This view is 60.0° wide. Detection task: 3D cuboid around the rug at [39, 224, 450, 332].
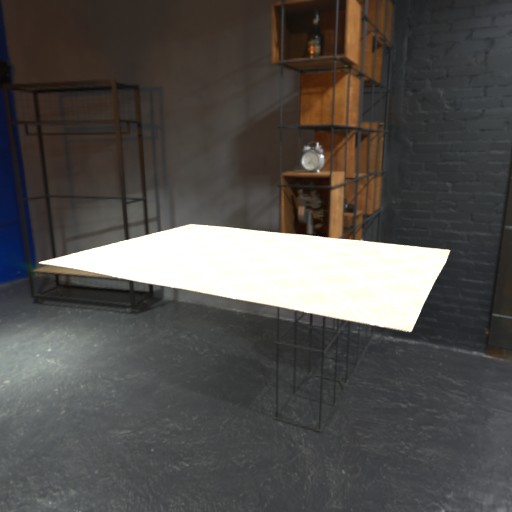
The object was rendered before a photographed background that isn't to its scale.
[{"bbox_3d":[0.000,0.000,2.790,2.135,0.013,1.524,7,16,27],"label":"rug"}]
